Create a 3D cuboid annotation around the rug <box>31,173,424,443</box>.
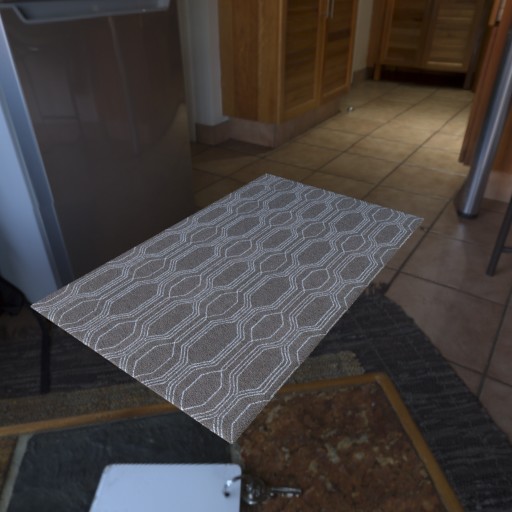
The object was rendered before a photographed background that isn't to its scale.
[{"bbox_3d":[0.000,0.000,3.090,1.541,0.012,2.457,22,39,29],"label":"rug"}]
